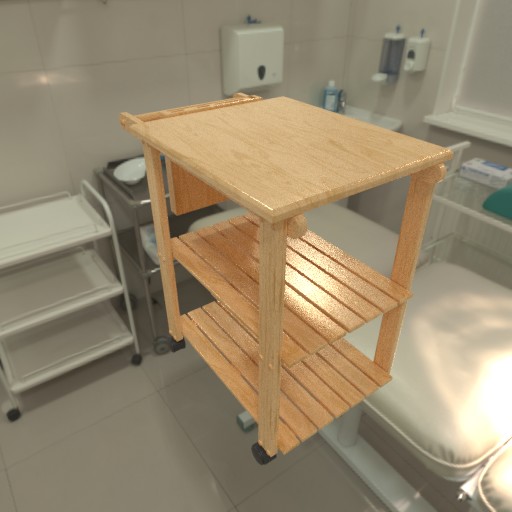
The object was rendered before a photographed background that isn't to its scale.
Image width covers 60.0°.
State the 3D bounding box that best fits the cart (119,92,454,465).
[{"bbox_3d":[0.000,0.000,1.367,0.520,0.816,0.843,-22,39,-29],"label":"cart"}]
